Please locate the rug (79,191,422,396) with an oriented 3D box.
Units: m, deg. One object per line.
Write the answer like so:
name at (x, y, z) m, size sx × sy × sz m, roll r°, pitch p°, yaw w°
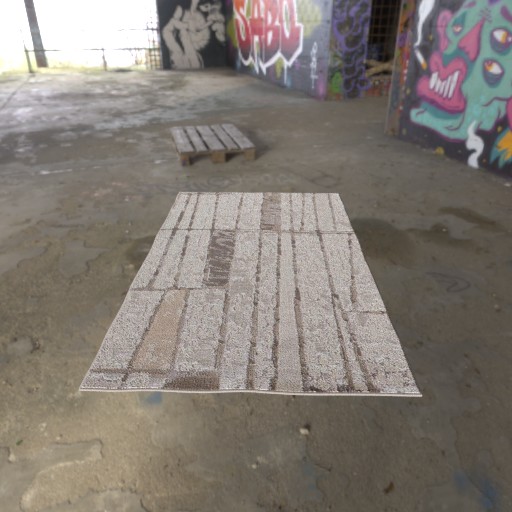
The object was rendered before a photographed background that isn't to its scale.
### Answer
rug at (0.000, 0.000, 1.041) m, size 0.515 × 0.007 × 0.867 m, roll 1°, pitch 28°, yaw 1°
